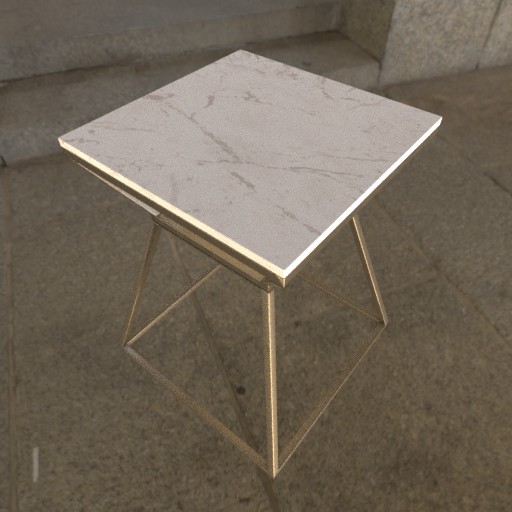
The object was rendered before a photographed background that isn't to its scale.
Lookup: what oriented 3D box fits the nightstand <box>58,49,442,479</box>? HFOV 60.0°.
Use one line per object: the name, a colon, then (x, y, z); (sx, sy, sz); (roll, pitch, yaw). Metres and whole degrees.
nightstand: (0.000, 0.000, 0.856); (0.455, 0.554, 0.455); (30, 54, 26)
